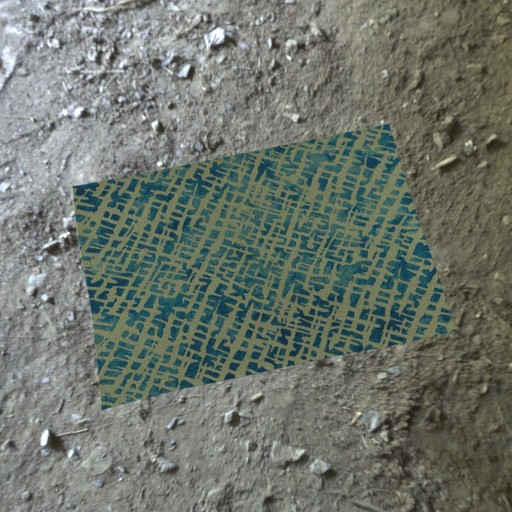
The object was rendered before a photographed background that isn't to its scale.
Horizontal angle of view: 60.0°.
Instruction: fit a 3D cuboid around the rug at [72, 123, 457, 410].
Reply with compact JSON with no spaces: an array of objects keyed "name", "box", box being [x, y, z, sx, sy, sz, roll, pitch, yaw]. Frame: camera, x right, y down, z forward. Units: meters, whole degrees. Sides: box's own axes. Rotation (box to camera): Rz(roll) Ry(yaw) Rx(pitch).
[{"name":"rug","box":[0.000,0.000,2.359,1.830,0.011,1.209,-12,76,-3]}]
